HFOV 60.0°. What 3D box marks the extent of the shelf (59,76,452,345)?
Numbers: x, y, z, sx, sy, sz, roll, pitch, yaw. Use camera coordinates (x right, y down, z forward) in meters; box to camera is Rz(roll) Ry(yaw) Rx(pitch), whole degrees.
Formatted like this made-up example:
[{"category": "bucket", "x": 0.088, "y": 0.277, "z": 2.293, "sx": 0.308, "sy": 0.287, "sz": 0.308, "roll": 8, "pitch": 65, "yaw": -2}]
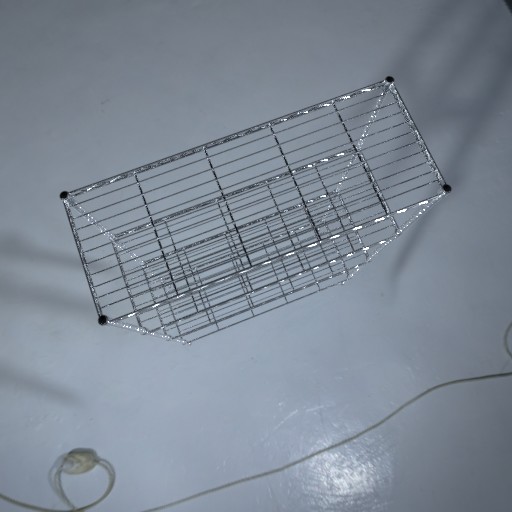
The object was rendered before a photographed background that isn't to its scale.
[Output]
[{"category": "shelf", "x": 0.000, "y": 0.000, "z": 1.750, "sx": 0.907, "sy": 1.360, "sz": 0.352, "roll": -21, "pitch": 77, "yaw": -5}]
